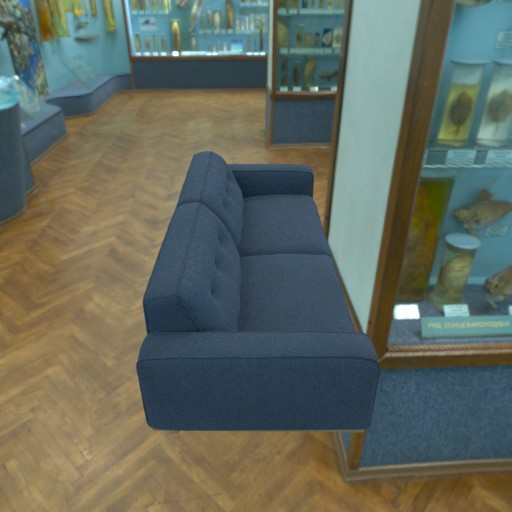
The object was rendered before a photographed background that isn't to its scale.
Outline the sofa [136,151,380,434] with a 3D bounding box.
[{"bbox_3d":[0.000,0.000,2.732,0.953,0.782,2.270,0,31,0],"label":"sofa"}]
